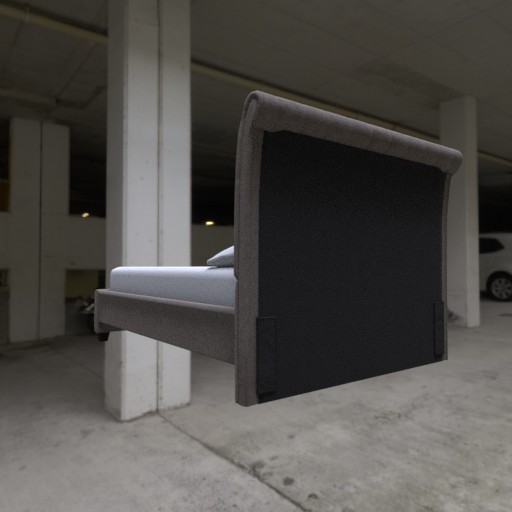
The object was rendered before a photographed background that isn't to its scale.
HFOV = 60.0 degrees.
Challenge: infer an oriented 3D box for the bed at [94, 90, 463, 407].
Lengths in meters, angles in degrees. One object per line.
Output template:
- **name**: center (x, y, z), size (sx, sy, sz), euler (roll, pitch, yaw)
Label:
- **bed**: center (0.000, 0.000, 3.234), size (1.645, 1.371, 2.252), euler (1, -2, -37)
